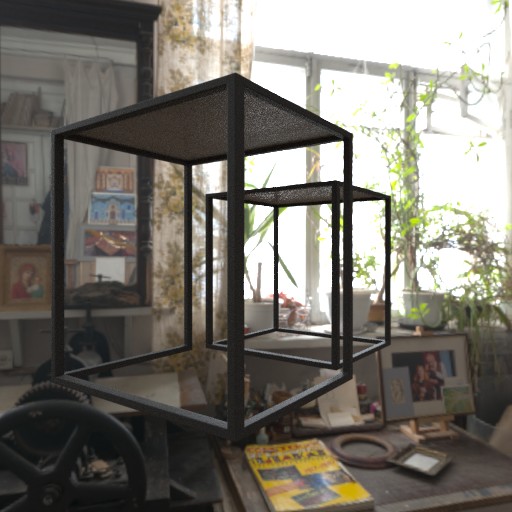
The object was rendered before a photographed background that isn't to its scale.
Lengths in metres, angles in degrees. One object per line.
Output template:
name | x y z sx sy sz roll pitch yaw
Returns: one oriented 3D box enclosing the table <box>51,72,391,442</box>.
table | 0.000 0.000 1.114 0.508 0.540 0.788 0 0 36
